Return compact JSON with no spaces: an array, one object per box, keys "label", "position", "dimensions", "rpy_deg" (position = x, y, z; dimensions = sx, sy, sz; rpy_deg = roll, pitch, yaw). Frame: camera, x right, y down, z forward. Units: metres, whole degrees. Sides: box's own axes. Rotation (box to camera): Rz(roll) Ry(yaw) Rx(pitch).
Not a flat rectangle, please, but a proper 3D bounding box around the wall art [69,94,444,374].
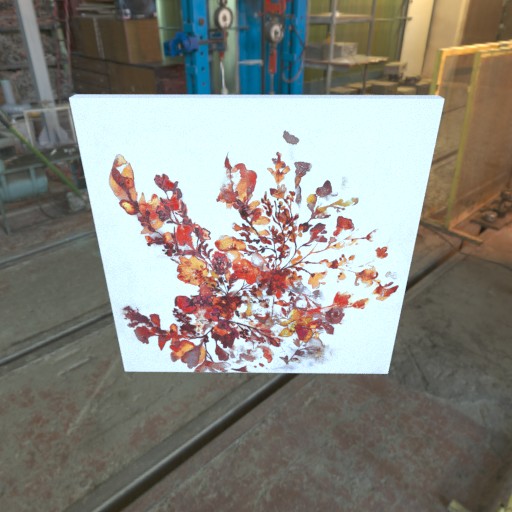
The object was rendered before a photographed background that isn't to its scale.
[{"label":"wall art","position":[0.000,0.000,1.098],"dimensions":[0.757,0.757,0.037],"rpy_deg":[0,30,1]}]
